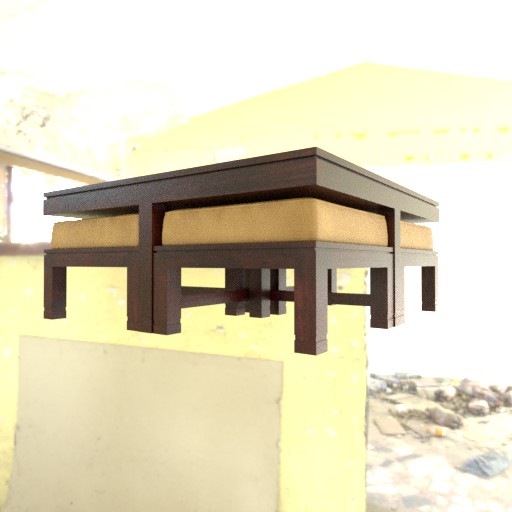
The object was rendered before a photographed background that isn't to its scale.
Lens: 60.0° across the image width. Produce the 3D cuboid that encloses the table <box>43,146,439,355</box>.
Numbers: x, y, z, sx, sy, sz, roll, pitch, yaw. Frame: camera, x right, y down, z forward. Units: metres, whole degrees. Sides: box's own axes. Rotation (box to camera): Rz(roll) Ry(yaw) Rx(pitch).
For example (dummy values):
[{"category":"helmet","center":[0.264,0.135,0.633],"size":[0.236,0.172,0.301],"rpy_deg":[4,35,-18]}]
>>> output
[{"category":"table","center":[0.000,0.000,1.353],"size":[0.865,0.356,0.865],"rpy_deg":[-1,-1,35]}]
